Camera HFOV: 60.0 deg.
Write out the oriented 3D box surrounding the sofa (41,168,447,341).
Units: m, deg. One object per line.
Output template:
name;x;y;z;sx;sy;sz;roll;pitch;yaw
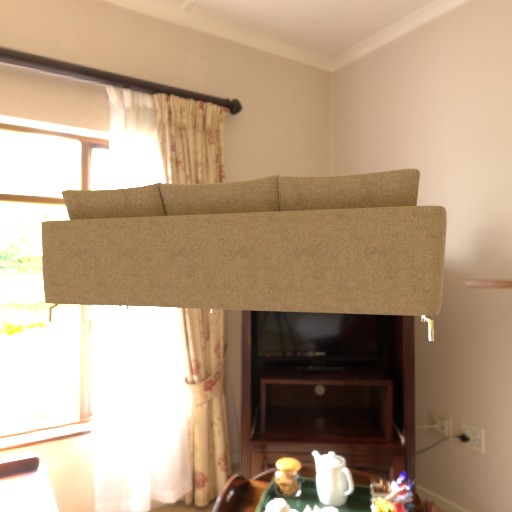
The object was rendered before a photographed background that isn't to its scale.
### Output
sofa;0.000;0.000;3.200;2.438;0.864;1.626;0;-1;18
